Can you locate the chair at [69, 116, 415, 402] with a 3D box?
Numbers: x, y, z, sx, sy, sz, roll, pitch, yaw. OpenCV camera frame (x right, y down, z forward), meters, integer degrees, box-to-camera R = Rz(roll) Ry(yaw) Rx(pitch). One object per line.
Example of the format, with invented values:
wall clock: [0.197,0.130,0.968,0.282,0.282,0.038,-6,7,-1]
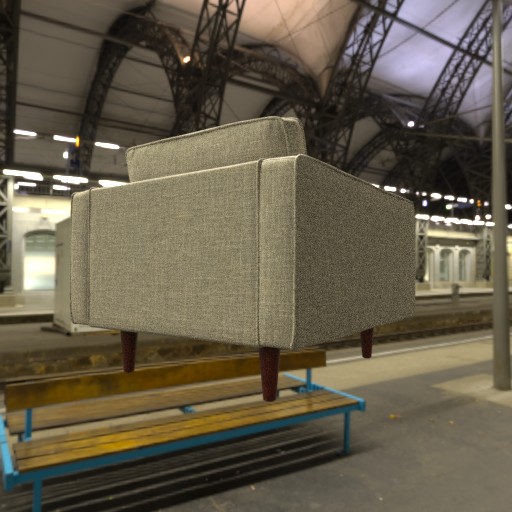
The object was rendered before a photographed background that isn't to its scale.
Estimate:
chair: [0.000,0.000,1.571,0.889,0.765,0.914,-1,-2,35]
